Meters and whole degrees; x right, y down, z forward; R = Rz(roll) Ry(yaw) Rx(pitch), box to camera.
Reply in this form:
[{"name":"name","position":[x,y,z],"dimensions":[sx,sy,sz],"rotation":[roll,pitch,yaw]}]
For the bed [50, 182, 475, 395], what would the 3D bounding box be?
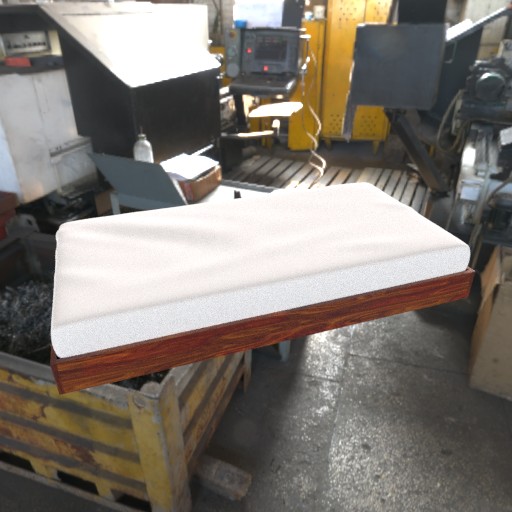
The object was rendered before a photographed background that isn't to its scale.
[{"name":"bed","position":[0.000,0.000,2.201],"dimensions":[1.860,0.312,0.940],"rotation":[-10,31,-17]}]
